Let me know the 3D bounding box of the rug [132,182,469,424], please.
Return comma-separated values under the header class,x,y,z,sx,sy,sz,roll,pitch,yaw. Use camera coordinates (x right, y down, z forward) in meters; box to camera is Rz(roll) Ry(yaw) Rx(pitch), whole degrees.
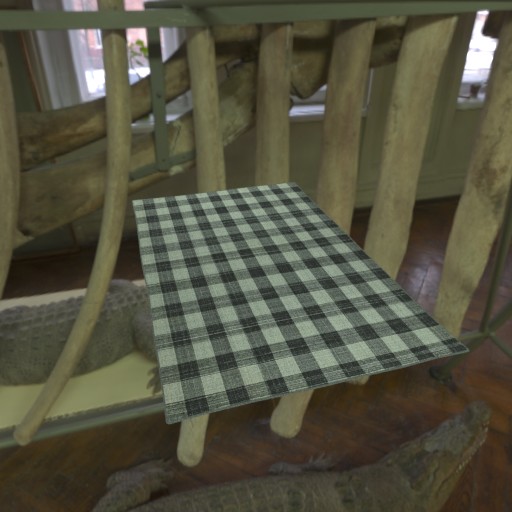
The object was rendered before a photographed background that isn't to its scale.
class,x,y,z,sx,sy,sz,roll,pitch,yaw
rug,0.000,0.000,3.104,1.554,0.011,2.476,-9,32,-15
